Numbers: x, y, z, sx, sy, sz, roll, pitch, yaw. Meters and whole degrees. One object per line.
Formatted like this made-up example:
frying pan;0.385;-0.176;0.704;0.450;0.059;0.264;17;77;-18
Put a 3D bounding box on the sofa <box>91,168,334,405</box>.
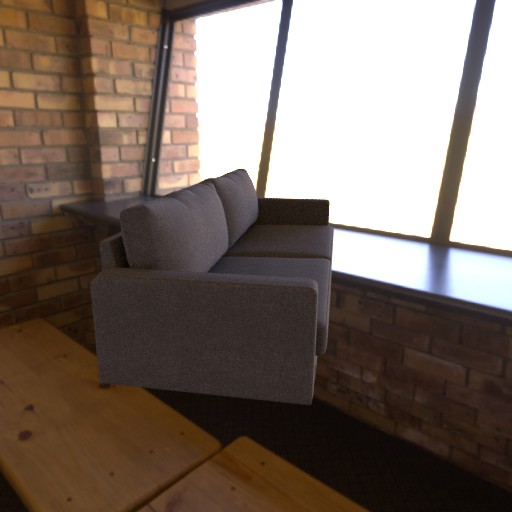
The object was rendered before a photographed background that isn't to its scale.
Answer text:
sofa;0.000;0.000;2.594;0.880;0.880;2.100;3;16;10
